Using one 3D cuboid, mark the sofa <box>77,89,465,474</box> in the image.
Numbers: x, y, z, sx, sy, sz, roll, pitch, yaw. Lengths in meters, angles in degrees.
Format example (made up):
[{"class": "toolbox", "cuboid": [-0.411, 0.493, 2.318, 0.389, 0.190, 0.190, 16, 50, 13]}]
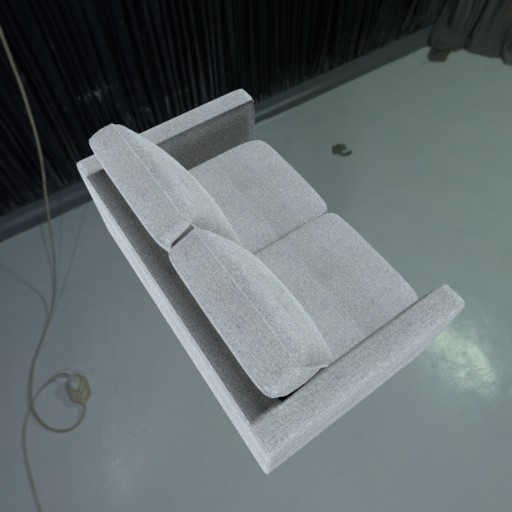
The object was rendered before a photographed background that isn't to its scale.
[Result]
[{"class": "sofa", "cuboid": [0.000, 0.000, 2.081, 0.969, 0.973, 1.527, -31, 64, -17]}]
